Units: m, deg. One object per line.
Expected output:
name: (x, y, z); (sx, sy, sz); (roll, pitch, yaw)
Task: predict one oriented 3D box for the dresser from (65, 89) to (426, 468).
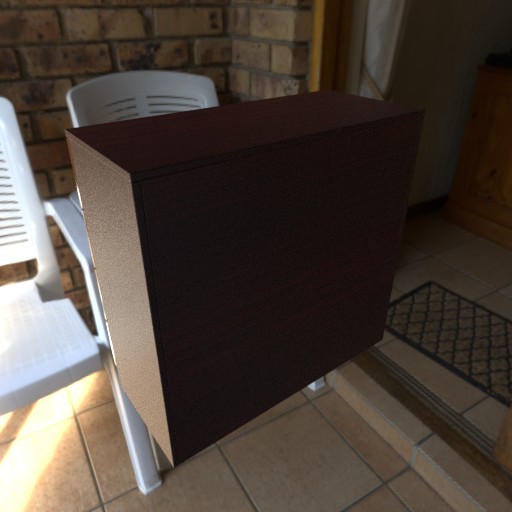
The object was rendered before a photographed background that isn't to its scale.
dresser: (0.000, 0.000, 1.175); (0.750, 0.720, 0.360); (-21, 36, -31)
